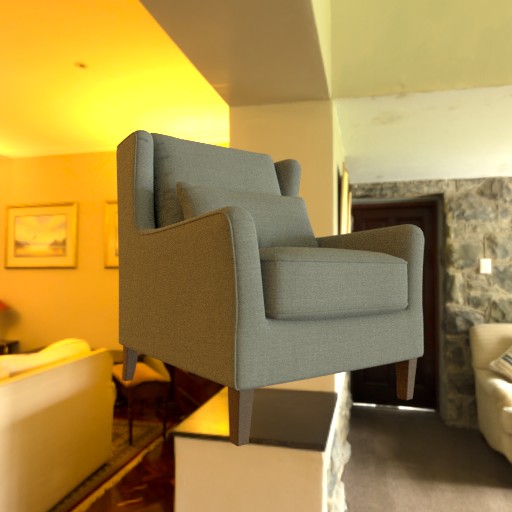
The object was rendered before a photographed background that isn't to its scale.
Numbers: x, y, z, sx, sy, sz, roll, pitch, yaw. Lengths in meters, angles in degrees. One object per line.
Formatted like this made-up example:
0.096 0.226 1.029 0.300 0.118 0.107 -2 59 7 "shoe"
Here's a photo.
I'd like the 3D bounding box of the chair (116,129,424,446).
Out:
0.000 0.000 1.779 0.866 1.056 1.040 2 -3 -36 "chair"
